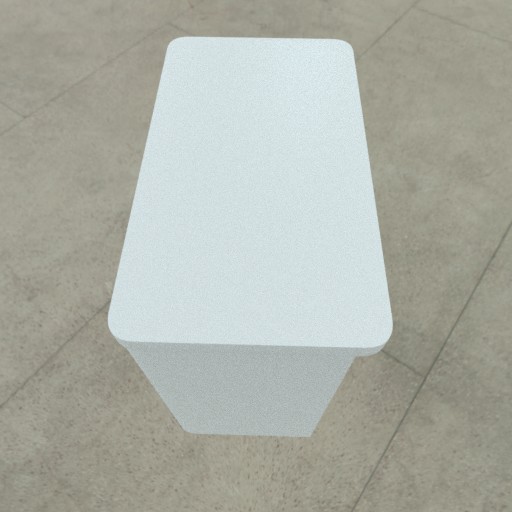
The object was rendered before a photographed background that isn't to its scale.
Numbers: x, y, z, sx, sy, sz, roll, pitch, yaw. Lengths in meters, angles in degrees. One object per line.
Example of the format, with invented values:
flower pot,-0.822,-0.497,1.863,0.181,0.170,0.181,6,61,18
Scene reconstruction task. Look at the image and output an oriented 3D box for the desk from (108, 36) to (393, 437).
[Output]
desk,0.000,0.000,1.202,0.446,0.760,0.790,1,58,1
